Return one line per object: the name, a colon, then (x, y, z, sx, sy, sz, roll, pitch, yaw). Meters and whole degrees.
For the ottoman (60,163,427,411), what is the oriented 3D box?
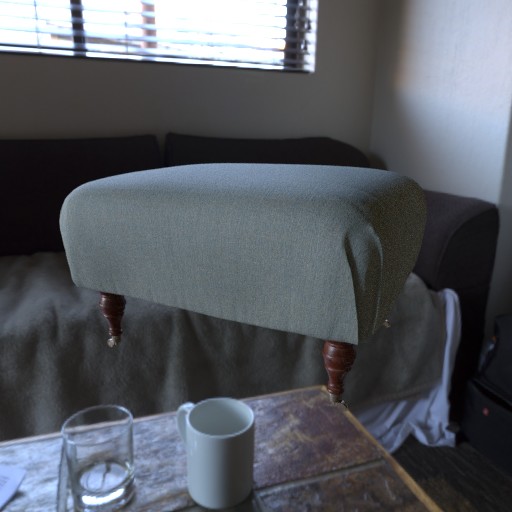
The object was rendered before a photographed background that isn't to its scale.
ottoman: (0.000, 0.000, 1.114, 0.747, 0.450, 0.622, 8, 17, 26)
